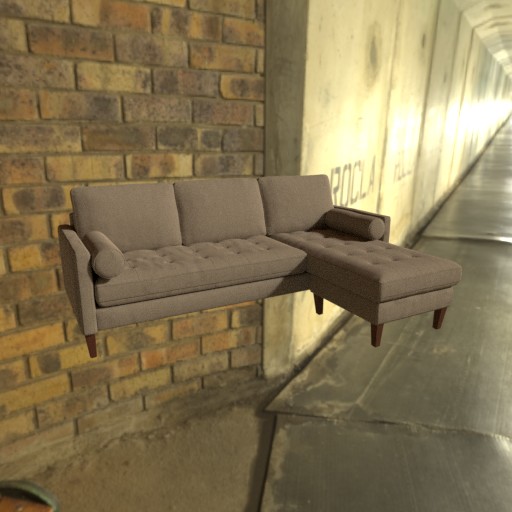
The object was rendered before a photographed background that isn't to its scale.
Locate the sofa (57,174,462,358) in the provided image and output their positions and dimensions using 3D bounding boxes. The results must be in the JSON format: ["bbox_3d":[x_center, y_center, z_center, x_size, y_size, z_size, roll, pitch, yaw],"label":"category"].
[{"bbox_3d":[0.000,0.000,2.826,2.178,0.875,1.506,-8,17,-27],"label":"sofa"}]
